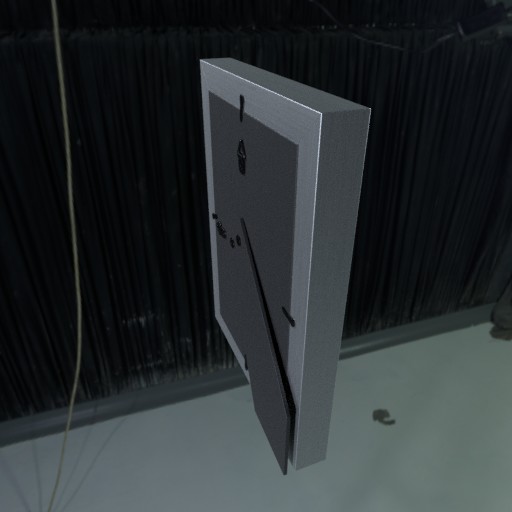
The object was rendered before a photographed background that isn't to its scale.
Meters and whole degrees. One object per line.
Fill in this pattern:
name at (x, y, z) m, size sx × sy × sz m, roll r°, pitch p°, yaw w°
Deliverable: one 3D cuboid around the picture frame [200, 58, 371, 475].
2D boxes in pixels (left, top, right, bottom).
picture frame at (0.000, 0.000, 0.275) m, size 0.028 × 0.208 × 0.157 m, roll -12°, pitch 33°, yaw -19°
